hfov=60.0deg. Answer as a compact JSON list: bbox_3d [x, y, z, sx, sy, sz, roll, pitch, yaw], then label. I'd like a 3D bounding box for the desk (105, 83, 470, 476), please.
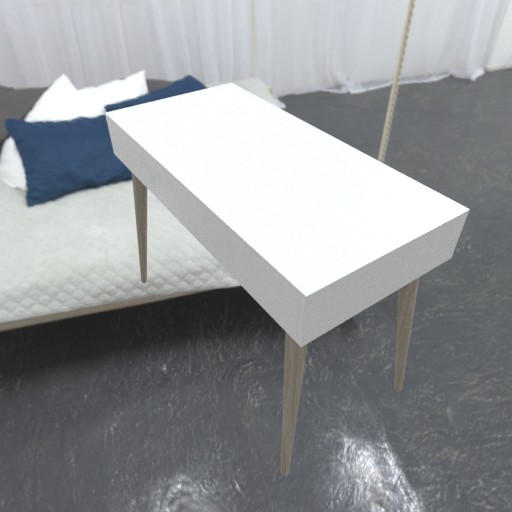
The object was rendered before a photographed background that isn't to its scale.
[{"bbox_3d":[0.000,0.000,1.417,0.491,0.723,0.979,-24,46,-26],"label":"desk"}]
